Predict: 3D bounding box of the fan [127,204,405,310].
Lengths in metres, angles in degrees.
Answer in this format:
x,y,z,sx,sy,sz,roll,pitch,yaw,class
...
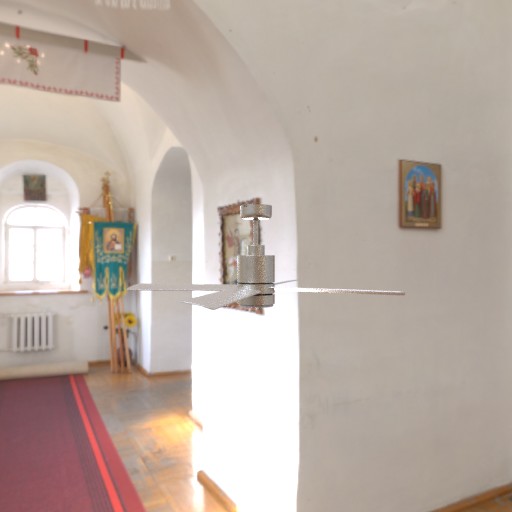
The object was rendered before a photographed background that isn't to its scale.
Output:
x,y,z,sx,sy,sz,roll,pitch,yaw,class
0.000,0.000,2.389,1.525,0.539,1.525,0,0,18,fan
